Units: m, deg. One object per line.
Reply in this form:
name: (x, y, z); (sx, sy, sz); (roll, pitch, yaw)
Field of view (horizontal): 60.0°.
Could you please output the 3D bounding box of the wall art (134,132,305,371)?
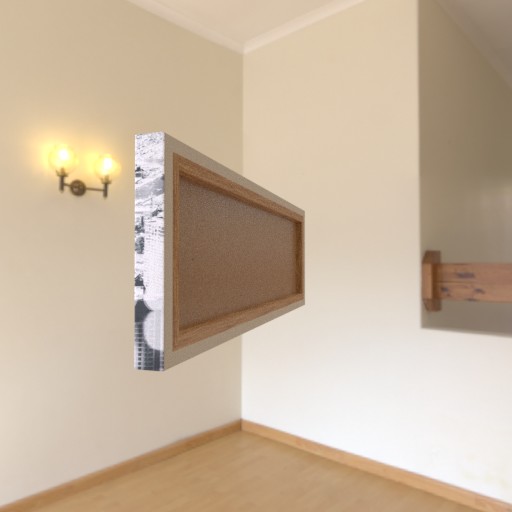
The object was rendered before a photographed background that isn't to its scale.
wall art: (0.000, 0.000, 0.840); (0.038, 0.255, 0.763); (0, -1, 17)
